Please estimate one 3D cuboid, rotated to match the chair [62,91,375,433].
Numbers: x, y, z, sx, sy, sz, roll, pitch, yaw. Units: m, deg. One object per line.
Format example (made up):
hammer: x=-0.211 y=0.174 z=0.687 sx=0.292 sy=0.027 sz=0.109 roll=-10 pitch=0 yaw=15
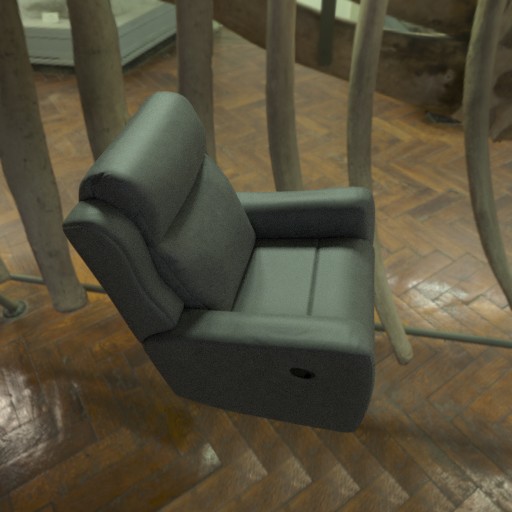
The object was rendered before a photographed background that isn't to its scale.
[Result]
chair: x=0.000 y=0.000 z=1.876 sx=1.068 sy=1.116 sz=0.965 roll=8 pitch=44 yaw=8
